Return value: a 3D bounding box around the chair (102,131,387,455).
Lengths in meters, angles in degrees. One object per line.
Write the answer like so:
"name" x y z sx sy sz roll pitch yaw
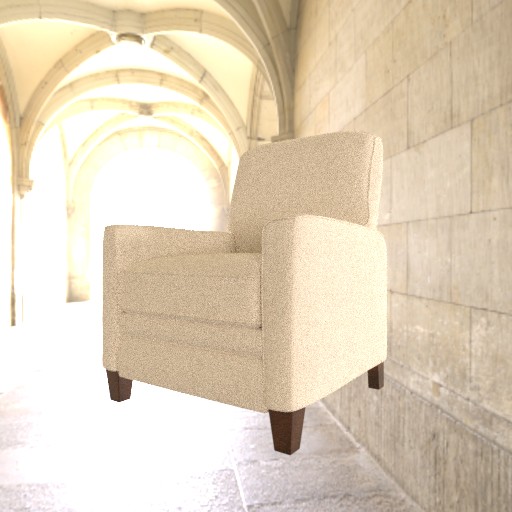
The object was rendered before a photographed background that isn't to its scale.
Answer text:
"chair" 0.000 0.000 1.671 0.841 1.028 0.858 0 1 35
